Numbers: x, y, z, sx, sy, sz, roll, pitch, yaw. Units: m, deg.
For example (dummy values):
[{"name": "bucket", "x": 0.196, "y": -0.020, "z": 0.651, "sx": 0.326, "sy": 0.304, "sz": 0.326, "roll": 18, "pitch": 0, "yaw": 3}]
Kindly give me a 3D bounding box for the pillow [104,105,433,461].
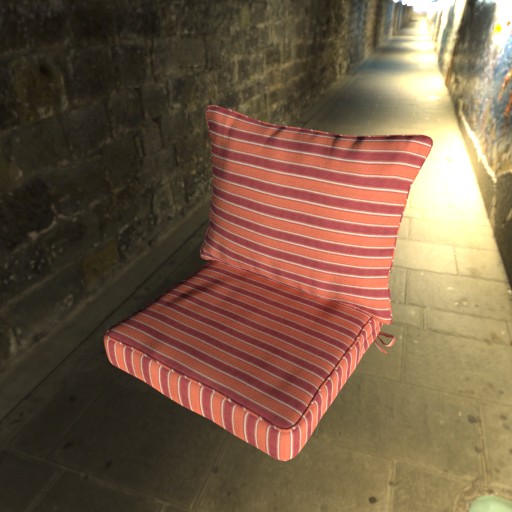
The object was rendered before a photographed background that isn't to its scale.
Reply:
[{"name": "pillow", "x": 0.000, "y": 0.000, "z": 1.357, "sx": 0.799, "sy": 0.723, "sz": 0.733, "roll": 18, "pitch": 34, "yaw": 29}]
